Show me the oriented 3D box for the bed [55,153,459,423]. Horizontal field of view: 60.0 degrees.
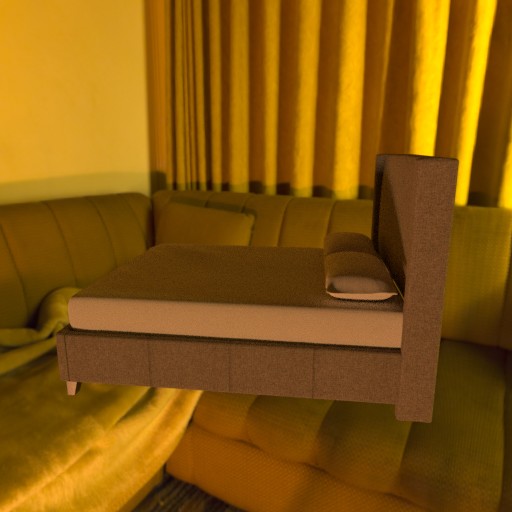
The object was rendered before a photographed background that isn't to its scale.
[{"bbox_3d":[0.000,0.000,3.297,2.245,1.481,1.714,2,14,8],"label":"bed"}]
